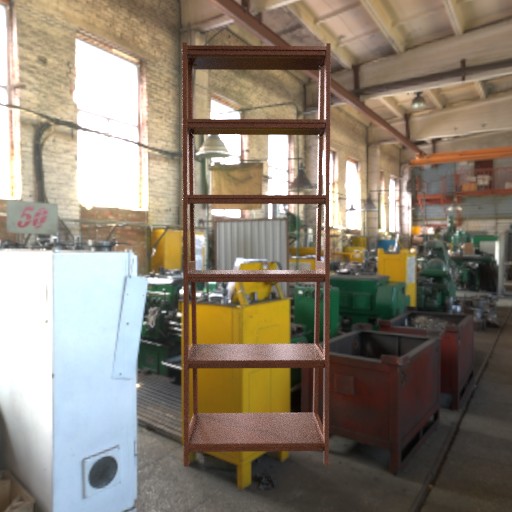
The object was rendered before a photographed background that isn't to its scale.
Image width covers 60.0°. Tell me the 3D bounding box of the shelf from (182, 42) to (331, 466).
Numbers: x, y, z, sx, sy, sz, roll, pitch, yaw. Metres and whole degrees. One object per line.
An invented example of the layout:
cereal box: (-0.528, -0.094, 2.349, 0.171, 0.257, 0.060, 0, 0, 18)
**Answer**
shelf: (0.000, 0.000, 2.171, 0.660, 1.892, 0.382, 0, 2, -1)
